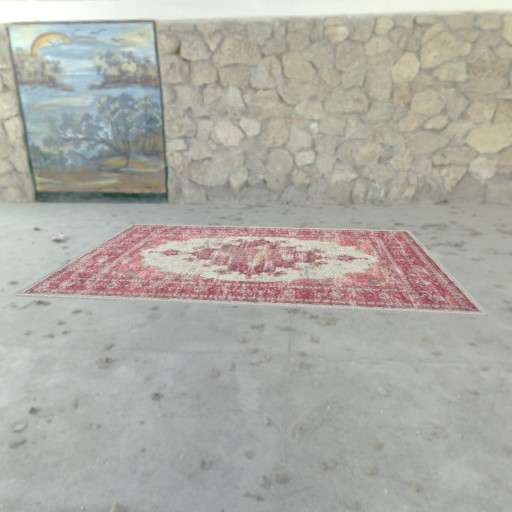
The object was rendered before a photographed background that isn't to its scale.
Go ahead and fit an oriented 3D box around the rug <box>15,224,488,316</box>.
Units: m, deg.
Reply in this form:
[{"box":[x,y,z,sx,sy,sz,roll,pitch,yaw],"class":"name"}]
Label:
[{"box":[0.000,0.000,2.195,1.747,0.011,1.217,2,17,6],"class":"rug"}]
